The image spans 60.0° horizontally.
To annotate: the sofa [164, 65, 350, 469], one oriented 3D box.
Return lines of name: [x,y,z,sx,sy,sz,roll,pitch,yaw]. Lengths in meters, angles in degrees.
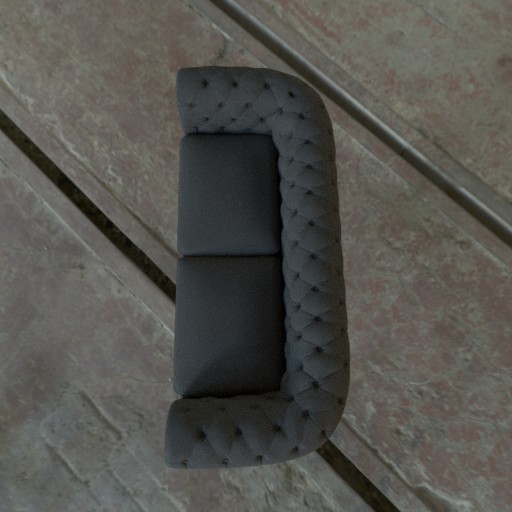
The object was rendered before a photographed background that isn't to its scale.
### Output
sofa: [0.000,0.000,2.793,0.991,0.762,2.362,-1,75,0]
